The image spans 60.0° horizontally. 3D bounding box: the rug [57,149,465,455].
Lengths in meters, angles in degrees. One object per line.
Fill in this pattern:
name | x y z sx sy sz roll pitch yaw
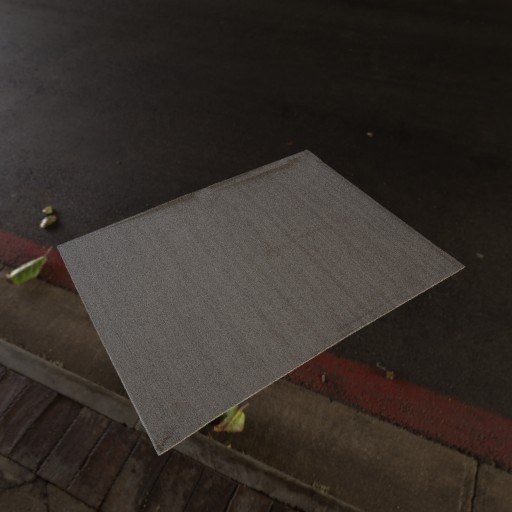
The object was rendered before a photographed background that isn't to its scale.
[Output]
rug | 0.000 0.000 5.119 3.778 0.053 2.873 -25 51 -22
